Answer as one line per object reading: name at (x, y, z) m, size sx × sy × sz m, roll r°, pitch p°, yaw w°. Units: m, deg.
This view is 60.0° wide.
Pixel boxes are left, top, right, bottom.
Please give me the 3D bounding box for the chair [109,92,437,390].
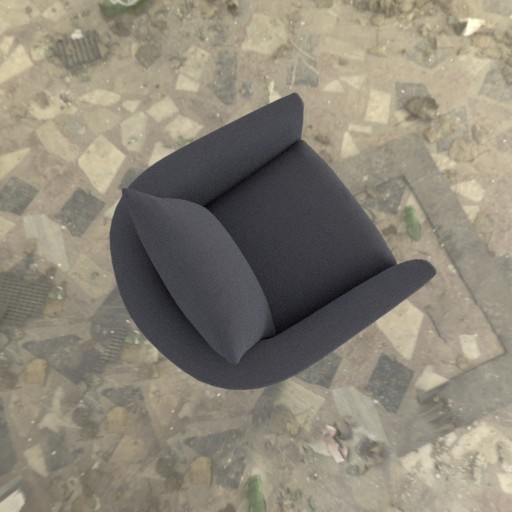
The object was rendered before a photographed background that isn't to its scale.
chair at (0.000, 0.000, 1.624) m, size 0.910 × 0.848 × 0.845 m, roll -33°, pitch 78°, yaw -8°
